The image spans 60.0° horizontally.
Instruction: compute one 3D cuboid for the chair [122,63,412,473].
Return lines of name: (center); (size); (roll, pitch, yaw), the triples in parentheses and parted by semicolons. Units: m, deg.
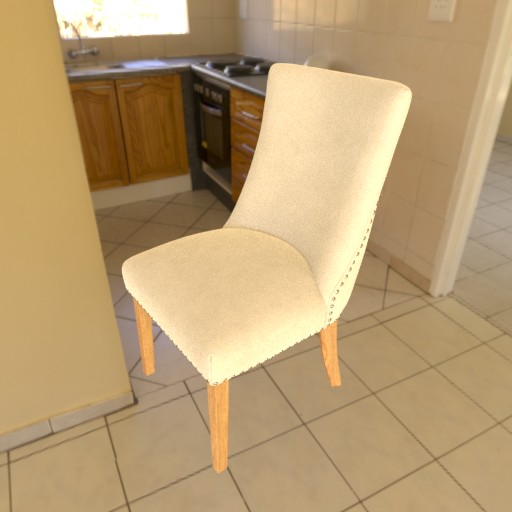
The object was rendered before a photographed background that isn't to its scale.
chair: (0.000, 0.000, 1.221); (0.610, 0.902, 0.495); (-21, 37, -31)
